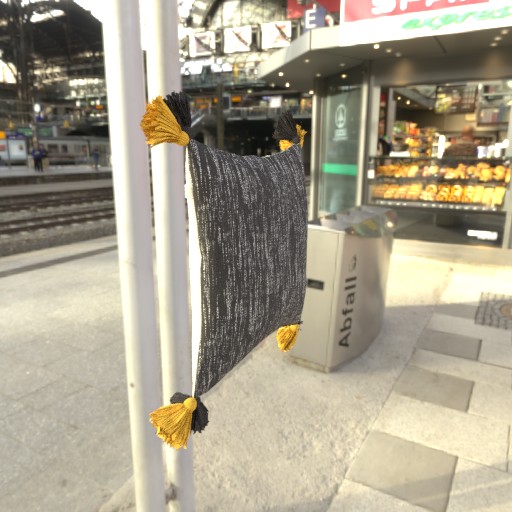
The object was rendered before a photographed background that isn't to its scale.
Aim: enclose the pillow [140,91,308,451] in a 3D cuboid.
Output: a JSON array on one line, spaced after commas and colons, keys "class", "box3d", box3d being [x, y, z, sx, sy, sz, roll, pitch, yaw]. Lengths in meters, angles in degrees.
[{"class": "pillow", "box3d": [0.000, 0.000, 0.983, 0.139, 0.659, 0.654, 7, 15, 28]}]
